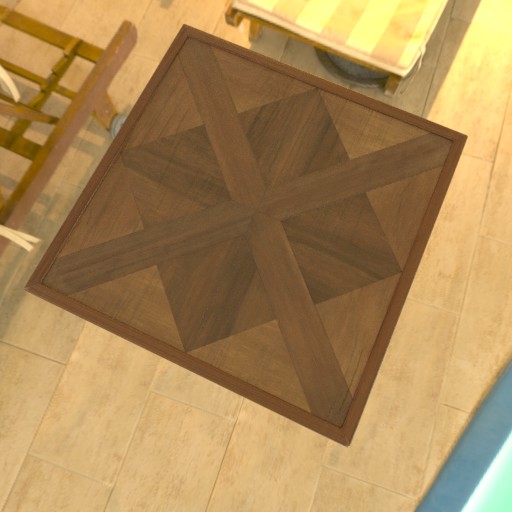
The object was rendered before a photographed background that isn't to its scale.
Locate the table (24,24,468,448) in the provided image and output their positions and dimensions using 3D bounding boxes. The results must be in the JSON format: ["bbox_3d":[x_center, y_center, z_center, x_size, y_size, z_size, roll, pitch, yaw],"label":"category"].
[{"bbox_3d":[0.000,0.000,0.935,0.503,0.563,0.503,24,77,6],"label":"table"}]
